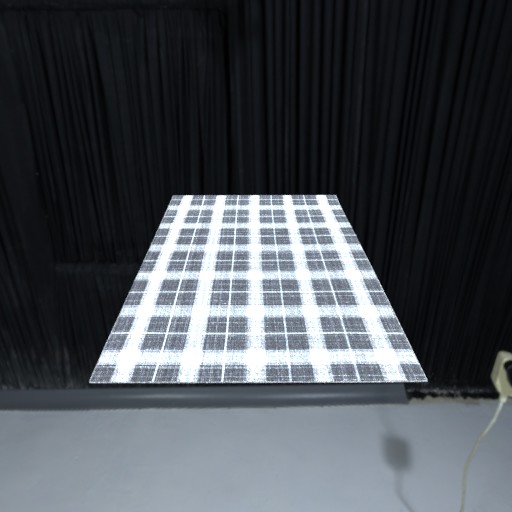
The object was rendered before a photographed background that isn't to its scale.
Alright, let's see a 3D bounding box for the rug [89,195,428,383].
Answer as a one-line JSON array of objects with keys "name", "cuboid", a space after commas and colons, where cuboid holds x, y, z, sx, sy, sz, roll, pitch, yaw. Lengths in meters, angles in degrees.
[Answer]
[{"name": "rug", "cuboid": [0.000, 0.000, 3.048, 1.520, 0.015, 2.434, 0, 28, 0]}]
